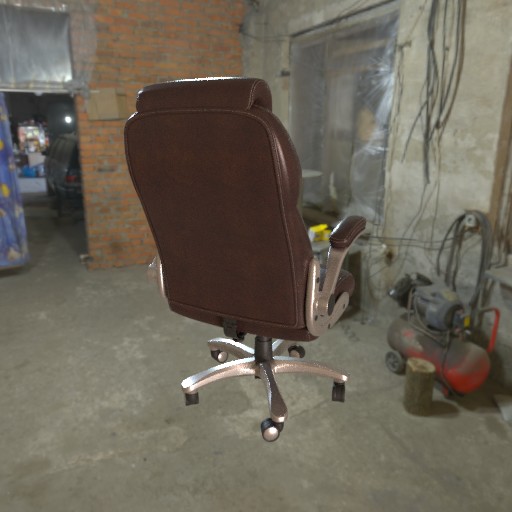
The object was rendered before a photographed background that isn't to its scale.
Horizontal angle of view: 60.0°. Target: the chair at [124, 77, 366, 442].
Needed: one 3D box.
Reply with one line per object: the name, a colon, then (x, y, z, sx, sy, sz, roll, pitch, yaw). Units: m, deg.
chair: (0.000, 0.000, 1.638, 0.733, 1.160, 0.774, 8, 17, 27)
